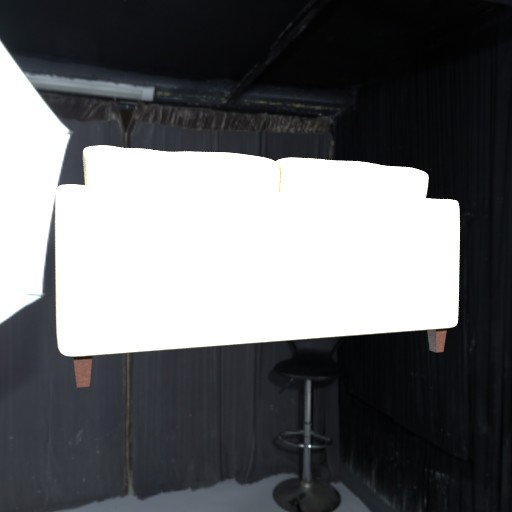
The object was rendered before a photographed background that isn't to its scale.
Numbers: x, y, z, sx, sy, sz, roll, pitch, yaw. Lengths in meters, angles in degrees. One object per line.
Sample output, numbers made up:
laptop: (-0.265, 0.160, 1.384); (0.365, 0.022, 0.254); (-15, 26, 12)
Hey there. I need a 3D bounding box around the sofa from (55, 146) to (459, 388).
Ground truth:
sofa: (0.000, 0.000, 2.361); (1.884, 0.963, 0.950); (-1, 2, -19)
